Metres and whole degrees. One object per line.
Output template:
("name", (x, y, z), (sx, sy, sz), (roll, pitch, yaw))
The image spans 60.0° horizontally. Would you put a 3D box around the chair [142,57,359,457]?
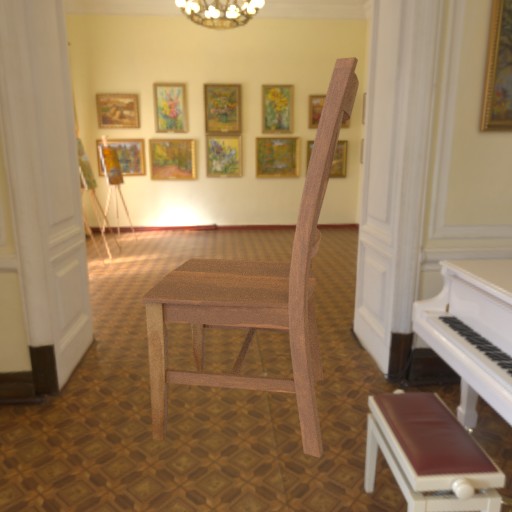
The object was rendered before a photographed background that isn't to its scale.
("chair", (0.000, 0.000, 1.307), (0.542, 0.983, 0.485), (2, 13, 8))
